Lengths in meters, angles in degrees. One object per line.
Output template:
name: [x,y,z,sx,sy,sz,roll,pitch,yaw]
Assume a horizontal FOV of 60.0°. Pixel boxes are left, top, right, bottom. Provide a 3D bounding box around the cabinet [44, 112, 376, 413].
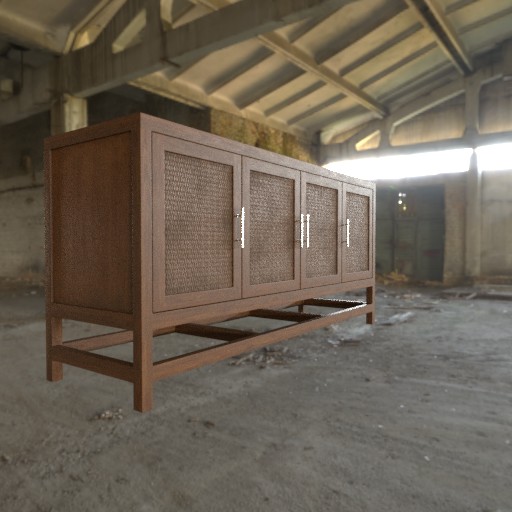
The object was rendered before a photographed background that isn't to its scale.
cabinet: [0.000,0.000,2.035,0.522,0.820,1.708,1,2,36]
